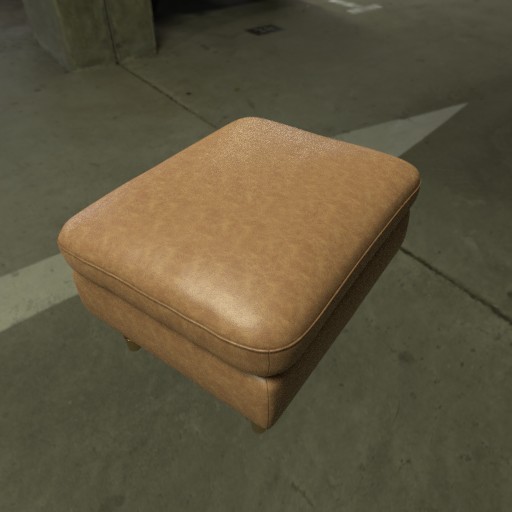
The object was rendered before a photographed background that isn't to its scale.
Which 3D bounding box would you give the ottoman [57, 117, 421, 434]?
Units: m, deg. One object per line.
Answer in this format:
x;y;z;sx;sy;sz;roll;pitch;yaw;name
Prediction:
0.000;0.000;1.159;0.593;0.478;0.747;24;47;25;ottoman
